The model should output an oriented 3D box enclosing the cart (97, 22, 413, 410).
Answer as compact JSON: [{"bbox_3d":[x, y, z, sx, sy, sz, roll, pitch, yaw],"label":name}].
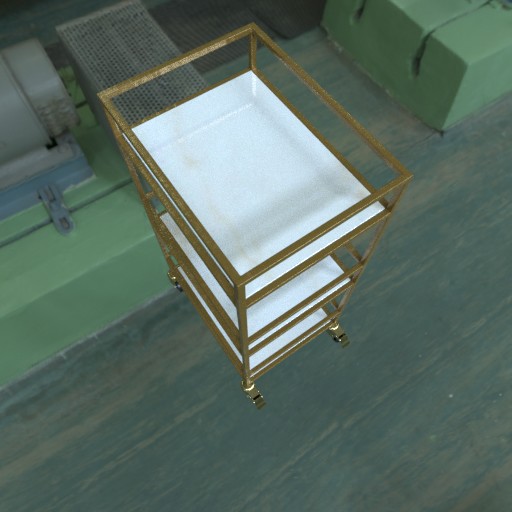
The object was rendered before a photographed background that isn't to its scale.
[{"bbox_3d":[0.000,0.000,1.003,0.332,0.761,0.483,-32,68,-15],"label":"cart"}]
